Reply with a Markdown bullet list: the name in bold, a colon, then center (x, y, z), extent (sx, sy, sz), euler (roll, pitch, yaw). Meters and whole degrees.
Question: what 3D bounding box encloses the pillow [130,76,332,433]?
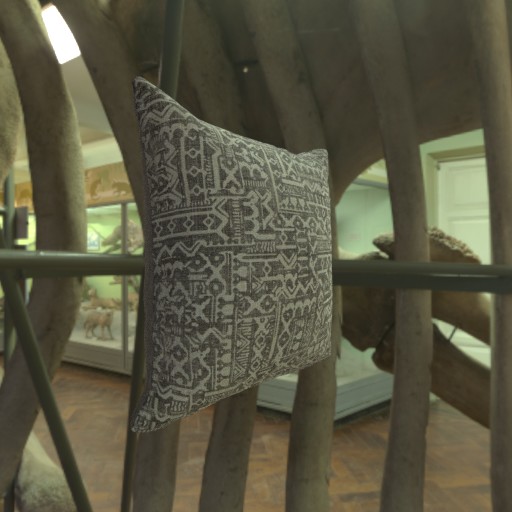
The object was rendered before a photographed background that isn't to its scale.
- **pillow**: center (0.000, 0.000, 0.807), extent (0.180, 0.487, 0.546), euler (0, 0, 37)
